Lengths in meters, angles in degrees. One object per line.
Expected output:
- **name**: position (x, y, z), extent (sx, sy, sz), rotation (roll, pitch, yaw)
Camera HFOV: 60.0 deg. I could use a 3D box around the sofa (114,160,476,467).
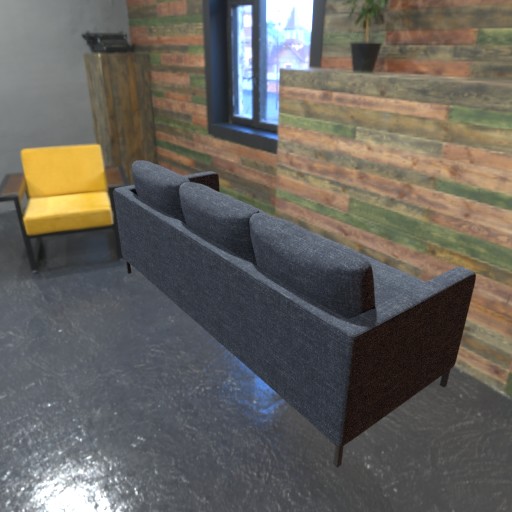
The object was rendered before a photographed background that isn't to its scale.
- **sofa**: position (0.000, 0.000, 2.641), extent (0.859, 0.874, 2.218), rotation (-18, 31, -33)
